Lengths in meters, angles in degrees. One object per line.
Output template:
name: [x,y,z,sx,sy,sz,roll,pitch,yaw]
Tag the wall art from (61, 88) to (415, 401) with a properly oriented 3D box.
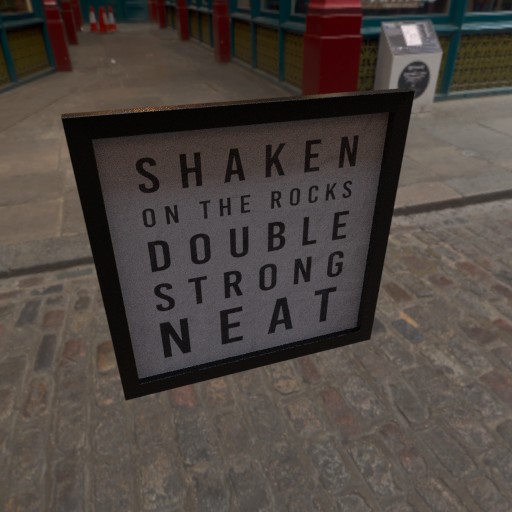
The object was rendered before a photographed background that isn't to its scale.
wall art: [0.000,0.000,0.516,0.349,0.349,0.014,-10,33,-16]
